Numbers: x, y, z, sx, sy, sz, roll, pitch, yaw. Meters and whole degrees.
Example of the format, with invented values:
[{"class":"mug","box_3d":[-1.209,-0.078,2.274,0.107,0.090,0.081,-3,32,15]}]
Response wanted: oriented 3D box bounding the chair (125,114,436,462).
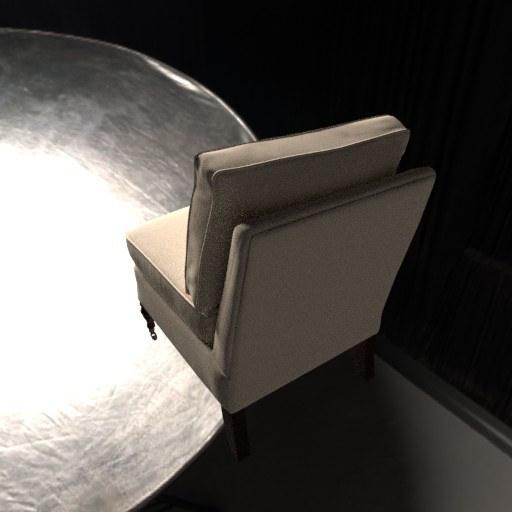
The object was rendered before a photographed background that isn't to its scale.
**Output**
[{"class":"chair","box_3d":[0.000,0.000,1.416,0.630,0.887,0.781,-20,36,-30]}]
